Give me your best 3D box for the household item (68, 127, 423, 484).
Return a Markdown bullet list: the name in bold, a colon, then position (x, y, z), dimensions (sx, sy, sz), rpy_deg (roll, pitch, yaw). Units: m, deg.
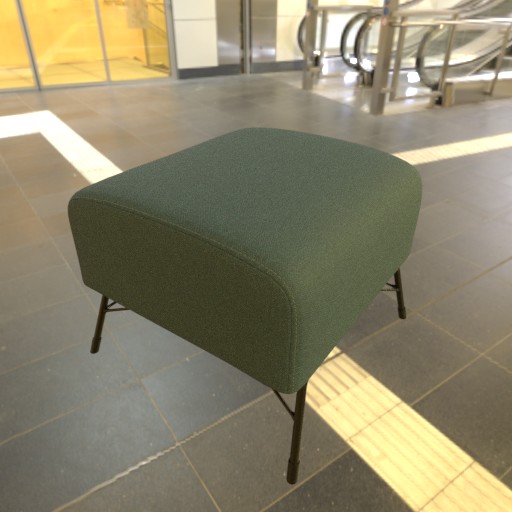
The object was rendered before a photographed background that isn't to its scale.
- **household item**: position (0.000, 0.000, 0.920), dimensions (0.530, 0.420, 0.530), rpy_deg (21, 37, 30)
